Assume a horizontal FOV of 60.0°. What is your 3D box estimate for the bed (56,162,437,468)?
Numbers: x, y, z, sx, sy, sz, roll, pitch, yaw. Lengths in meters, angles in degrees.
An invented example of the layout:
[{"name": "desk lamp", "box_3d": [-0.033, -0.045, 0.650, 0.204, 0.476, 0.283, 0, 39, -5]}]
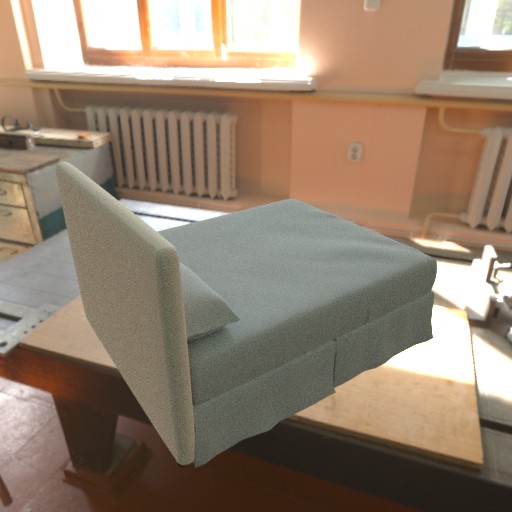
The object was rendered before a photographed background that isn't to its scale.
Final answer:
[{"name": "bed", "box_3d": [0.000, 0.000, 3.172, 2.142, 1.330, 1.748, -18, 32, -31]}]
